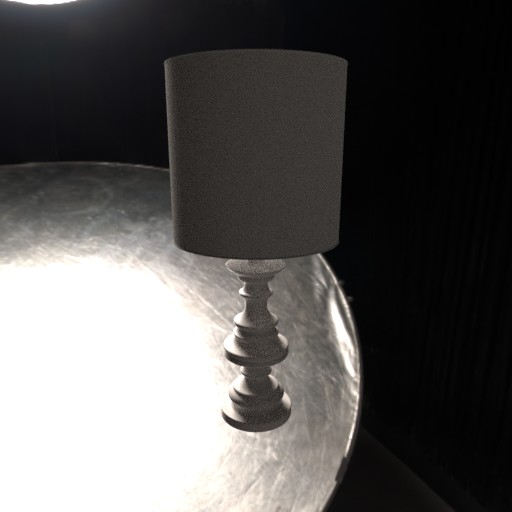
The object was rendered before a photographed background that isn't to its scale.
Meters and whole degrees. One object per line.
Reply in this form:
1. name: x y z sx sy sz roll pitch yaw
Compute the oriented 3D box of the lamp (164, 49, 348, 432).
1. lamp: 0.000 0.000 0.572 0.208 0.455 0.208 -7 17 -25
